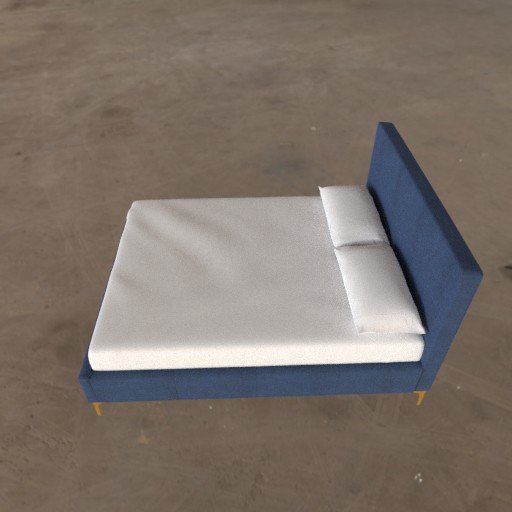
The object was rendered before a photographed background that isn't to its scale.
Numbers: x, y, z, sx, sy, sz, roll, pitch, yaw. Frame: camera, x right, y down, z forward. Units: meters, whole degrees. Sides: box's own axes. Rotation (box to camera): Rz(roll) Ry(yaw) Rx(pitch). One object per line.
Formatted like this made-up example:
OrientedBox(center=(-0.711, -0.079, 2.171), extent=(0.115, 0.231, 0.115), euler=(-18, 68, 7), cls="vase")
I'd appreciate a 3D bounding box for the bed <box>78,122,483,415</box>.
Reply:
OrientedBox(center=(0.000, 0.000, 3.150), extent=(2.172, 1.231, 1.723), euler=(-1, 42, -2), cls="bed")
